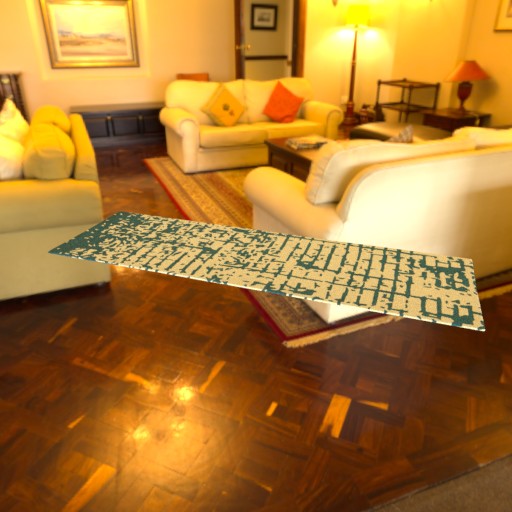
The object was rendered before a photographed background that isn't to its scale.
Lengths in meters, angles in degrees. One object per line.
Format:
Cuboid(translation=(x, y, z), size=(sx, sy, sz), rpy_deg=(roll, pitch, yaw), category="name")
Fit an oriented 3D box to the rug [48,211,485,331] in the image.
Cuboid(translation=(0.000, 0.000, 2.660), size=(2.435, 0.011, 0.750), rpy_deg=(9, 28, 17), category="rug")
